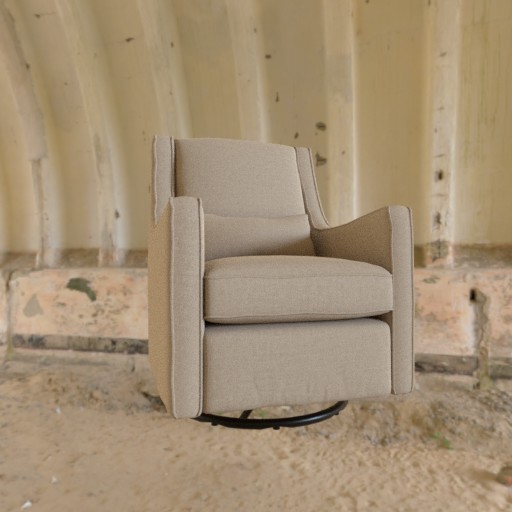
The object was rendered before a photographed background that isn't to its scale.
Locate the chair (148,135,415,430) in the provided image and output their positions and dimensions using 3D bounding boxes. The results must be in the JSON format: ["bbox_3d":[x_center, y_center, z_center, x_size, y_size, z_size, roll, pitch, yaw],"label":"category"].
[{"bbox_3d":[0.000,0.000,1.596,0.732,0.993,0.879,0,0,-18],"label":"chair"}]
